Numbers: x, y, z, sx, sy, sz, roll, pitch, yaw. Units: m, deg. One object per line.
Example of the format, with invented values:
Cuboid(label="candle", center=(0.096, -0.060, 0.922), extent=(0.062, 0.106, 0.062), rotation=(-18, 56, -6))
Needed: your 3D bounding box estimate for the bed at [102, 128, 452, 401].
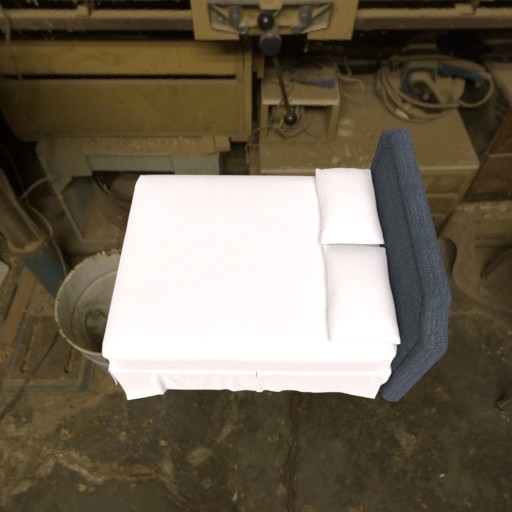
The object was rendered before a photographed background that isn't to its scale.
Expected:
Cuboid(label="bed", center=(0.000, 0.000, 3.350), extent=(2.208, 1.297, 1.828), rotation=(0, 57, 0))
